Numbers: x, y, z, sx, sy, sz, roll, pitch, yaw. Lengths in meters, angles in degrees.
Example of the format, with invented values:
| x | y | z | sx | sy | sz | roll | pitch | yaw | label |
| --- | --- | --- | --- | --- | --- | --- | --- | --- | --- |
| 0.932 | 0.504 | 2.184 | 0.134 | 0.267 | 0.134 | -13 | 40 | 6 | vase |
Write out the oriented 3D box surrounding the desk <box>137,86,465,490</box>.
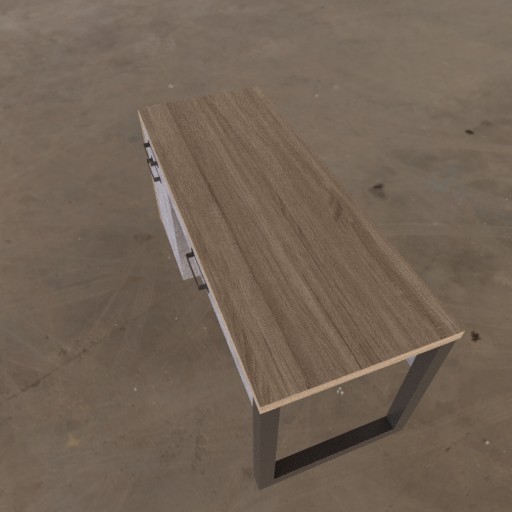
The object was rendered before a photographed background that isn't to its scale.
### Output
| x | y | z | sx | sy | sz | roll | pitch | yaw | label |
| --- | --- | --- | --- | --- | --- | --- | --- | --- | --- |
| 0.000 | 0.000 | 2.068 | 0.690 | 0.760 | 1.700 | -16 | 49 | -14 | desk |
